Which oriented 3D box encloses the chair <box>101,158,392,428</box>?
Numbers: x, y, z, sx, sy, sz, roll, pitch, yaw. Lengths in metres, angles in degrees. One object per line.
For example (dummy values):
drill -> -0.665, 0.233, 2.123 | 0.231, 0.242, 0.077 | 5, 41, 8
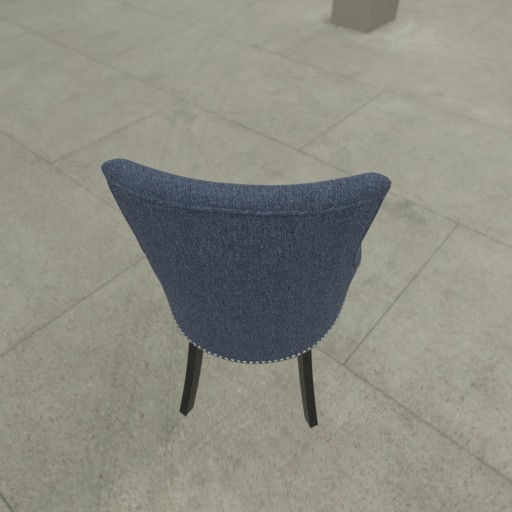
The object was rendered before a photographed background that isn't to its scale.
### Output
chair -> 0.000, 0.000, 1.253 | 0.566, 0.909, 0.629 | 4, 46, 4
